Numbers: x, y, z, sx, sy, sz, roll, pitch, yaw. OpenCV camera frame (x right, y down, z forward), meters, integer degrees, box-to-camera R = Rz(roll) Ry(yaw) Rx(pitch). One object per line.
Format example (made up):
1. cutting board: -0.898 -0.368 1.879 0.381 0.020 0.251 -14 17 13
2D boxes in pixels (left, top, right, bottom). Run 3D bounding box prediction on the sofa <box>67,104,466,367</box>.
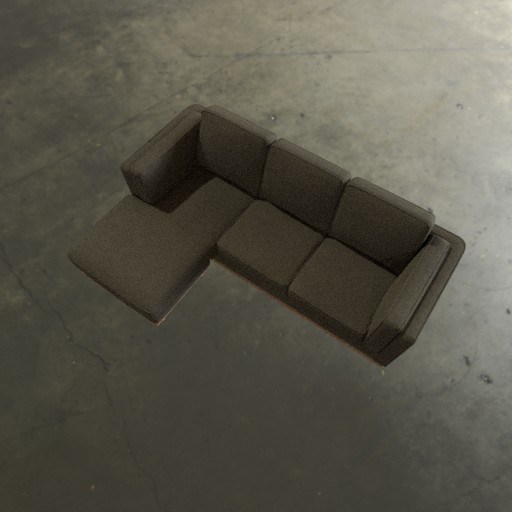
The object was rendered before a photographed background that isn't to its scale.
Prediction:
1. sofa: 0.000 0.000 3.228 2.411 0.929 1.604 31 64 17
